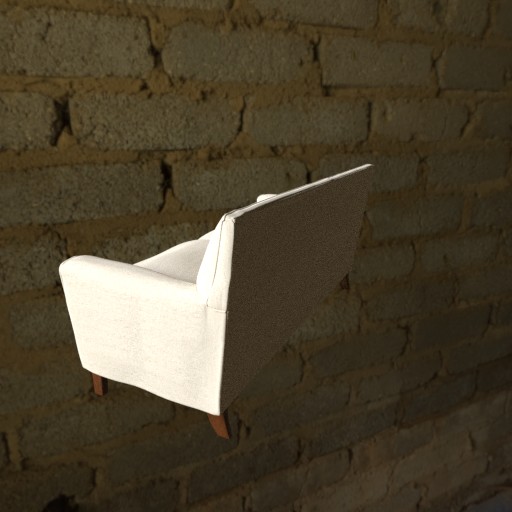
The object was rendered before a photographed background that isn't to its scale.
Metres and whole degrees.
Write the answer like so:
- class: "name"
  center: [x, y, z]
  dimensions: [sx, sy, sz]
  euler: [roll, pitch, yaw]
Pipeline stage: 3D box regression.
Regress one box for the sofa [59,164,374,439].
- class: "sofa"
  center: [0.000, 0.000, 2.485]
  dimensions: [0.841, 0.907, 2.001]
  euler: [8, 18, 25]
